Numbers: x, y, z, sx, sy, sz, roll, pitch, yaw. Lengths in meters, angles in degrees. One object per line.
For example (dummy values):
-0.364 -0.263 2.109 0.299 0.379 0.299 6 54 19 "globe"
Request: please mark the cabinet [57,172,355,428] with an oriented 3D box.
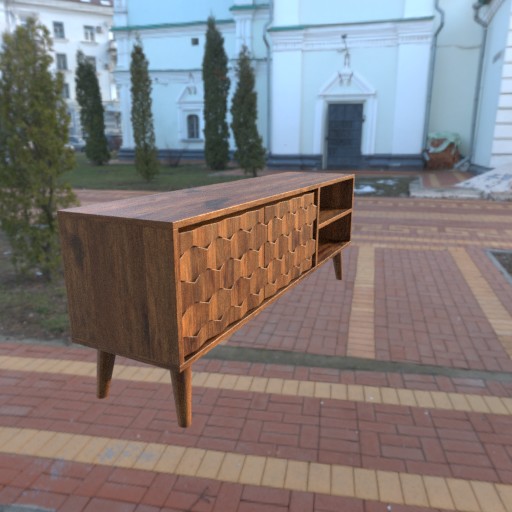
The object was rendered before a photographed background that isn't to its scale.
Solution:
0.000 0.000 1.691 0.349 0.528 1.448 7 17 26 "cabinet"
